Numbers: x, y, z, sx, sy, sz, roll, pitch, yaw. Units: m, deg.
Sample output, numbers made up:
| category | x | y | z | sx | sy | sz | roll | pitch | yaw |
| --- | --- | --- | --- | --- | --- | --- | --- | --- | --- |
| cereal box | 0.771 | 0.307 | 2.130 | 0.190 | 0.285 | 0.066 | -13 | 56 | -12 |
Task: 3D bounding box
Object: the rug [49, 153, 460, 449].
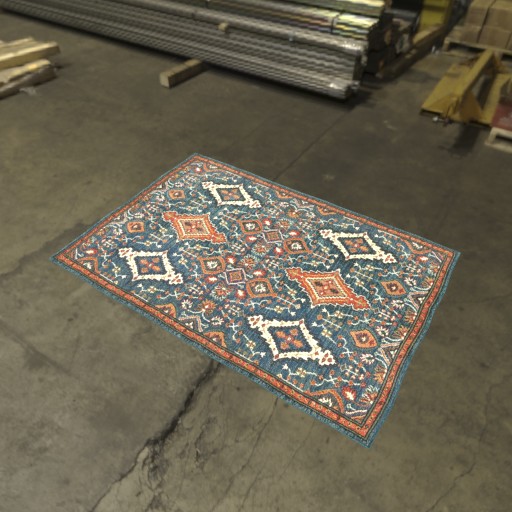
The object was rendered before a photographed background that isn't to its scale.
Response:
| category | x | y | z | sx | sy | sz | roll | pitch | yaw |
| --- | --- | --- | --- | --- | --- | --- | --- | --- | --- |
| rug | 0.000 | 0.000 | 3.054 | 2.373 | 0.009 | 1.622 | 25 | 50 | 23 |
